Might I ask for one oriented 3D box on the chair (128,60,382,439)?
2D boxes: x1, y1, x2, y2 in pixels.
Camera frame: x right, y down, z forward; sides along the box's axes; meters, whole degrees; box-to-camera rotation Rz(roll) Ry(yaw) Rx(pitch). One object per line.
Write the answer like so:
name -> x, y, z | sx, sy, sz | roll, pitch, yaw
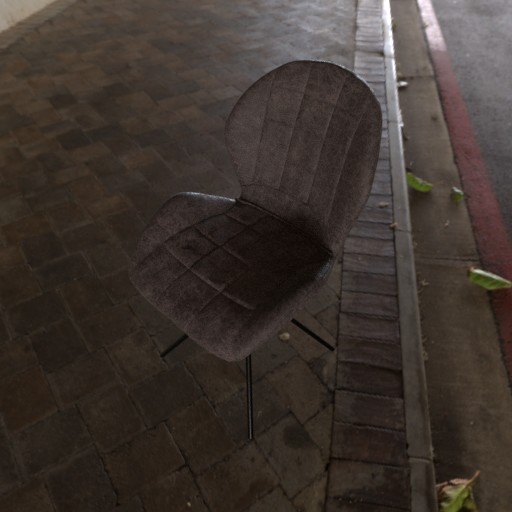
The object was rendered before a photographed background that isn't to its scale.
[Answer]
chair -> 0.000, 0.000, 1.292 | 0.527, 0.934, 0.640 | 33, 54, 28
